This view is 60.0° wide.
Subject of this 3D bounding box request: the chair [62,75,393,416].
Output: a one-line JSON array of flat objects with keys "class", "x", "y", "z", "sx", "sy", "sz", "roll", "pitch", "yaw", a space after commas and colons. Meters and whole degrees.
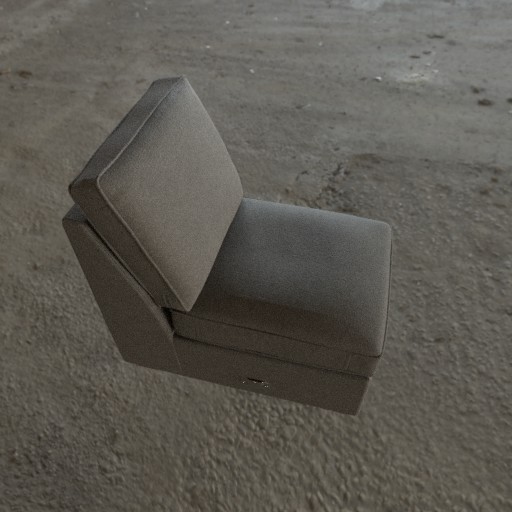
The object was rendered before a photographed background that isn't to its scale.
[{"class": "chair", "x": 0.000, "y": 0.000, "z": 1.548, "sx": 0.938, "sy": 0.970, "sz": 0.621, "roll": 11, "pitch": 48, "yaw": 10}]
